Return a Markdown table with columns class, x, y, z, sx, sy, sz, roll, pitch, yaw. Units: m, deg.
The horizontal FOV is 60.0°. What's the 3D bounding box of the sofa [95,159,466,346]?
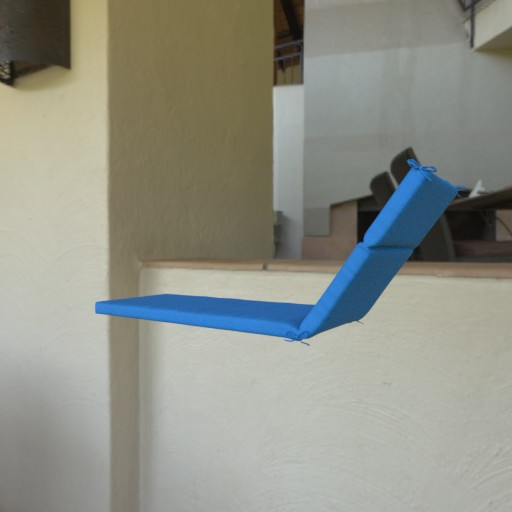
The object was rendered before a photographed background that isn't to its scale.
| class | x | y | z | sx | sy | sz | roll | pitch | yaw |
| --- | --- | --- | --- | --- | --- | --- | --- | --- | --- |
| sofa | 0.000 | 0.000 | 2.016 | 1.663 | 0.622 | 0.582 | 1 | 1 | 34 |
